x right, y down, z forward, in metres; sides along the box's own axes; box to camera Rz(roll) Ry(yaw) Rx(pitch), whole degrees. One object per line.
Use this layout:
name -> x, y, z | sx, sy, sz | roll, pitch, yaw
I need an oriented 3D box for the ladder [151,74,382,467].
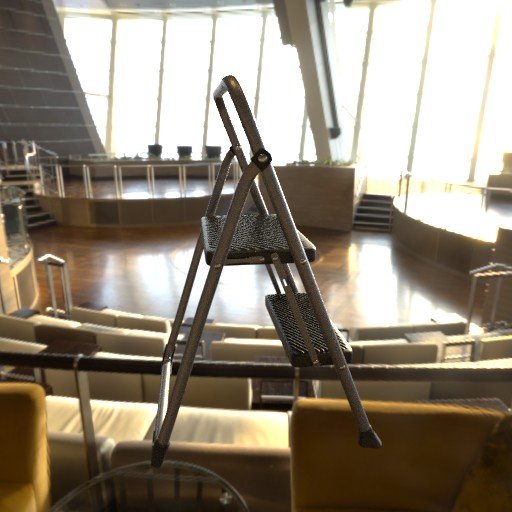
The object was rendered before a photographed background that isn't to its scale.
ladder -> 0.000, 0.000, 0.985 | 0.472, 0.720, 0.430 | -2, 16, -8
